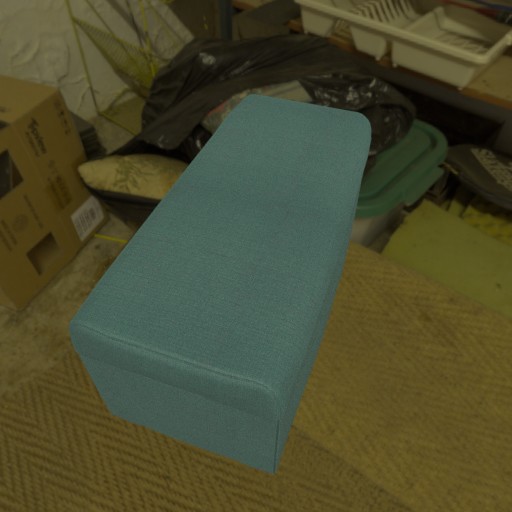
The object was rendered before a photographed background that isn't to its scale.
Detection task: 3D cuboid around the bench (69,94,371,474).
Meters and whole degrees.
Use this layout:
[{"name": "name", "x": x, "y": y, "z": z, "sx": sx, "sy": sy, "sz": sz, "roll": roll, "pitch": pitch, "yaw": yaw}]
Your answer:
[{"name": "bench", "x": 0.000, "y": 0.000, "z": 1.252, "sx": 0.476, "sy": 0.474, "sz": 0.995, "roll": 14, "pitch": 48, "yaw": 13}]
